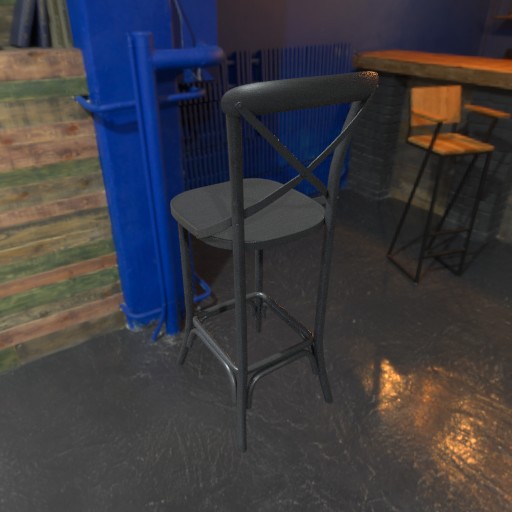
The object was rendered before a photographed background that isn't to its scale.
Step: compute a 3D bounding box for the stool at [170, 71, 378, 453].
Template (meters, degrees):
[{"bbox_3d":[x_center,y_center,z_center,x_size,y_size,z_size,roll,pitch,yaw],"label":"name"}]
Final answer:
[{"bbox_3d":[0.000,0.000,1.453,0.457,1.168,0.584,-18,34,-28],"label":"stool"}]
